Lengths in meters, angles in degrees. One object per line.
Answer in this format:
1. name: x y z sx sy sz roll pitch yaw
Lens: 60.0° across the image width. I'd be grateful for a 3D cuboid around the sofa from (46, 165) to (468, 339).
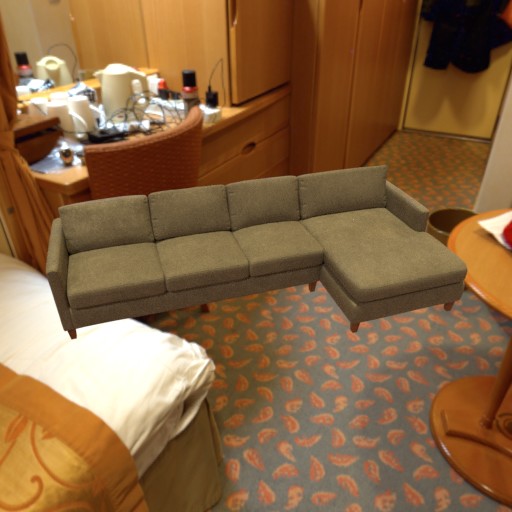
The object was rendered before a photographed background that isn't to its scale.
1. sofa: 0.000 0.000 4.040 3.471 0.950 1.604 -10 34 -15
